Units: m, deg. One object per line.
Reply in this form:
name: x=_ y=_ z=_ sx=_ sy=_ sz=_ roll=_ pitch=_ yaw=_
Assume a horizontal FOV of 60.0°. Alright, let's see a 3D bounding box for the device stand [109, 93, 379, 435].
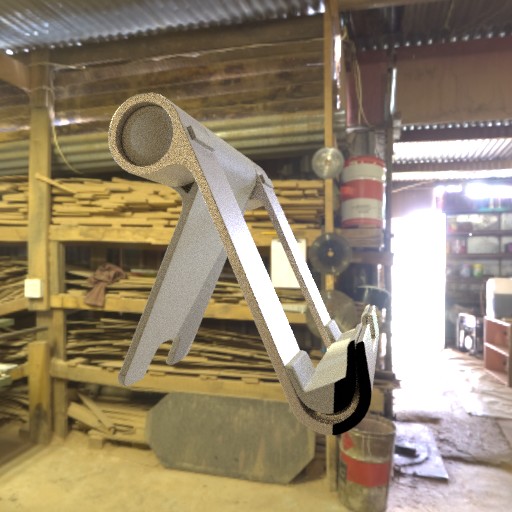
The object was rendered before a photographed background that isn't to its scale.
device stand: x=0.000 y=0.000 z=0.151 sx=0.079 sy=0.084 sz=0.086 roll=0 pitch=-1 yaw=17
